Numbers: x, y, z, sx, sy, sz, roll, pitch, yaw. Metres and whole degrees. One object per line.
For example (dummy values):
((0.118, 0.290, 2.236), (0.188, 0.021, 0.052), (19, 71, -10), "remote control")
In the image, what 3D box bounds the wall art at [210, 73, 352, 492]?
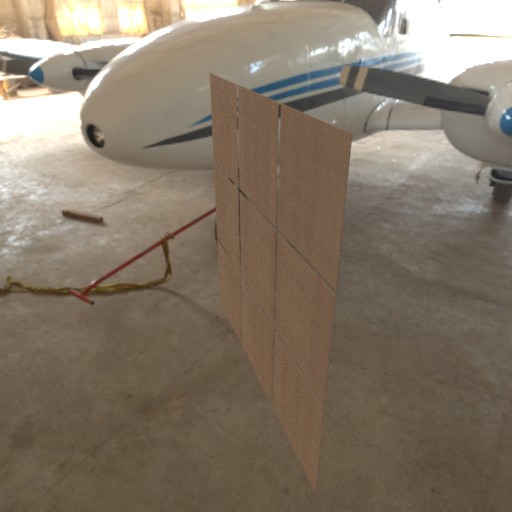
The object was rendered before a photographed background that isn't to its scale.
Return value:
((0.000, 0.000, 2.153), (0.002, 1.505, 1.517), (-10, 30, -17), "wall art")
